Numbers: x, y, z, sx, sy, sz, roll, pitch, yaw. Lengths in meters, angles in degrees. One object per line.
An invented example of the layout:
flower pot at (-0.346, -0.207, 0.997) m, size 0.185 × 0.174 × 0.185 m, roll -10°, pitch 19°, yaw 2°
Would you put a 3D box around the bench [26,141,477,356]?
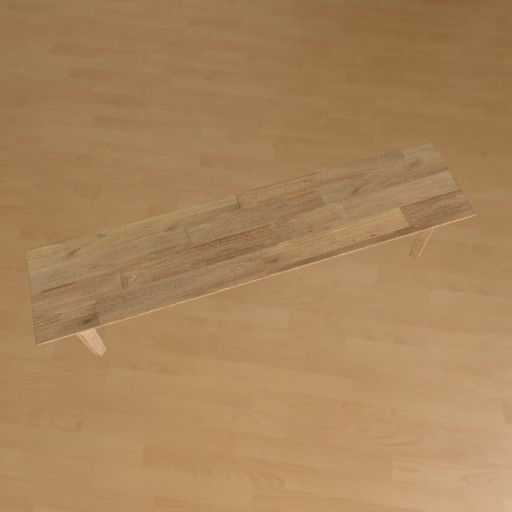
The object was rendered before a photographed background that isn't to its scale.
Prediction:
bench at (0.000, 0.000, 1.895) m, size 1.698 × 0.431 × 0.378 m, roll -16°, pitch 65°, yaw -8°
